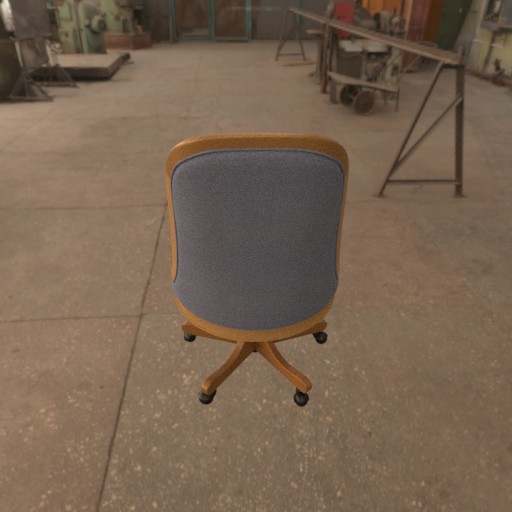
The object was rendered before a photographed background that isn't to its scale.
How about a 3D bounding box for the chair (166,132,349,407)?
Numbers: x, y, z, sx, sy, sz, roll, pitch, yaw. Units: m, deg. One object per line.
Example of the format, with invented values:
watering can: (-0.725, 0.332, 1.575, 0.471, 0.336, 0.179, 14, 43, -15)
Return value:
chair: (0.000, 0.000, 1.481, 0.605, 1.031, 0.735, -1, 32, -1)
